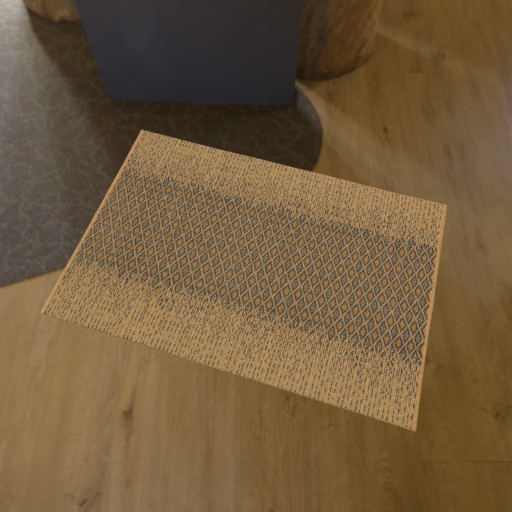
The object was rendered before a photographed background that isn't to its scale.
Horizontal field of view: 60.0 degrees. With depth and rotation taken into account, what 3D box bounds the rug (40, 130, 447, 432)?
[{"bbox_3d":[0.000,0.000,2.301,1.828,0.005,1.219,16,64,8],"label":"rug"}]
